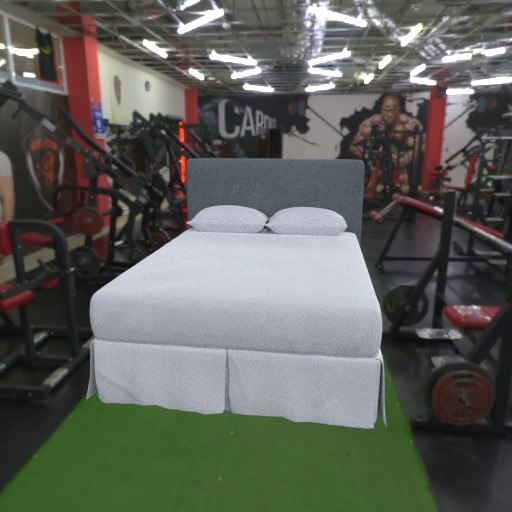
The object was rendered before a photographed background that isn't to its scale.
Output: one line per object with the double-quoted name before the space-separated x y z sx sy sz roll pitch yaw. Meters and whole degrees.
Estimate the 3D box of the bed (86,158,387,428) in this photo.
"bed" 0.000 0.000 3.294 1.713 1.330 2.142 2 15 8
